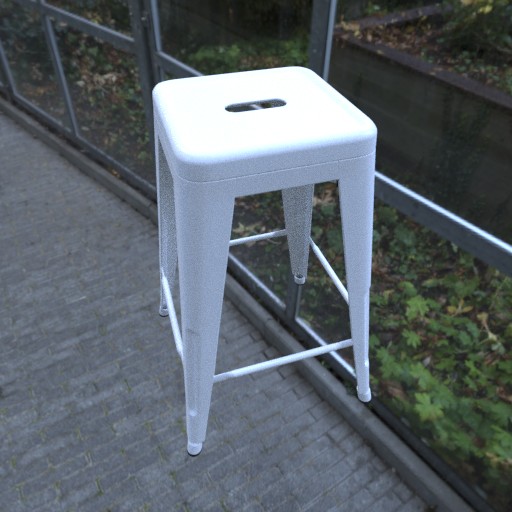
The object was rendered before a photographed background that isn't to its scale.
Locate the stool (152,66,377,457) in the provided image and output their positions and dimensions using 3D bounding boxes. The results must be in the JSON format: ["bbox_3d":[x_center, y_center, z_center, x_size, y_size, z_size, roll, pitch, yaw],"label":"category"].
[{"bbox_3d":[0.000,0.000,0.860,0.406,0.610,0.406,-12,43,-13],"label":"stool"}]
